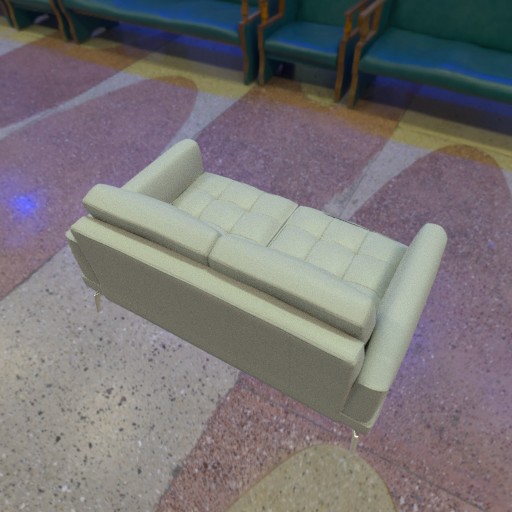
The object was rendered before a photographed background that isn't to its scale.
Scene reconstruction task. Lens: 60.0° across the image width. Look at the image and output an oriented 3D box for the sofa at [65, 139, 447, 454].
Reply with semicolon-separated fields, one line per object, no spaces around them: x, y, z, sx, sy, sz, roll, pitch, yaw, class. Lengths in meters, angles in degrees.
0.000;0.000;2.468;1.819;0.930;1.121;23;52;20;sofa
